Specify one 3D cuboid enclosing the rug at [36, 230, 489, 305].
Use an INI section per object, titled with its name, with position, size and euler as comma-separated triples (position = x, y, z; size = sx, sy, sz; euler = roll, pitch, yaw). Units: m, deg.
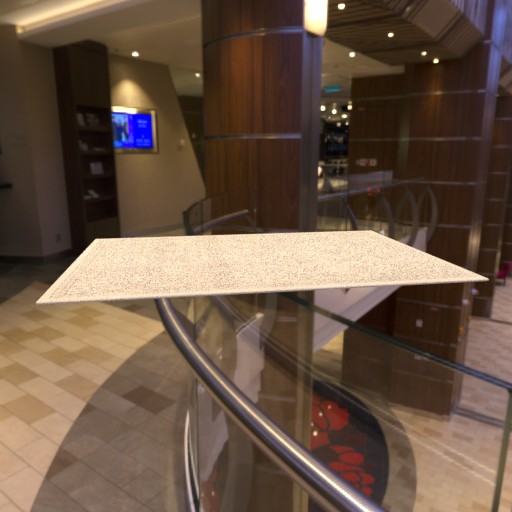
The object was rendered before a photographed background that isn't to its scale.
[rug]
position = 0.000, 0.000, 2.336
size = 1.829, 0.010, 1.219
euler = -2, 13, -9
